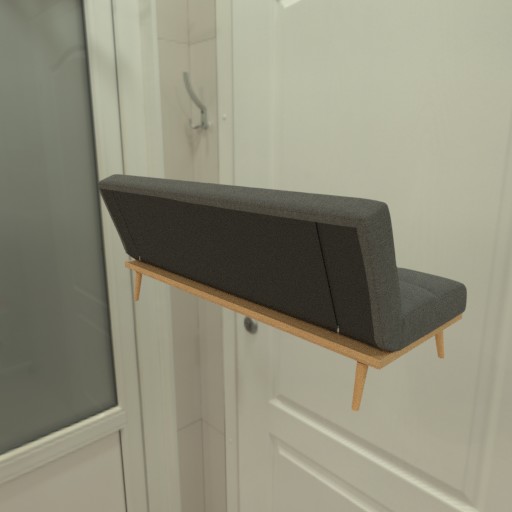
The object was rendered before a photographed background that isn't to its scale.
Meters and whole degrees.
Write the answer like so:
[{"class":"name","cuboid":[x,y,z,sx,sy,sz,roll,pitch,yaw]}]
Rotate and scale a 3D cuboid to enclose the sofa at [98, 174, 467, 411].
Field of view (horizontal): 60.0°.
[{"class":"sofa","cuboid":[0.000,0.000,2.245,0.820,0.770,1.820,-13,19,-42]}]
